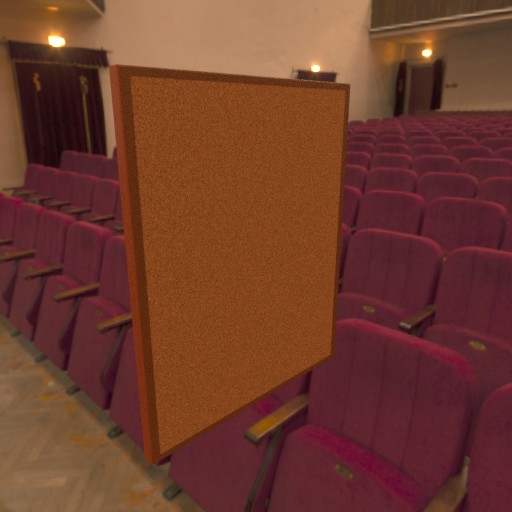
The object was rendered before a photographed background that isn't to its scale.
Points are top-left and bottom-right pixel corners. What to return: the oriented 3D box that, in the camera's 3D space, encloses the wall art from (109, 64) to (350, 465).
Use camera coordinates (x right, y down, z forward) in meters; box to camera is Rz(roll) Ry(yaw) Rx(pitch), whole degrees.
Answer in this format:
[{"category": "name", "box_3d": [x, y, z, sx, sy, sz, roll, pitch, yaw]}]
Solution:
[{"category": "wall art", "box_3d": [0.000, 0.000, 0.503, 0.310, 0.379, 0.015, -16, 24, -42]}]
